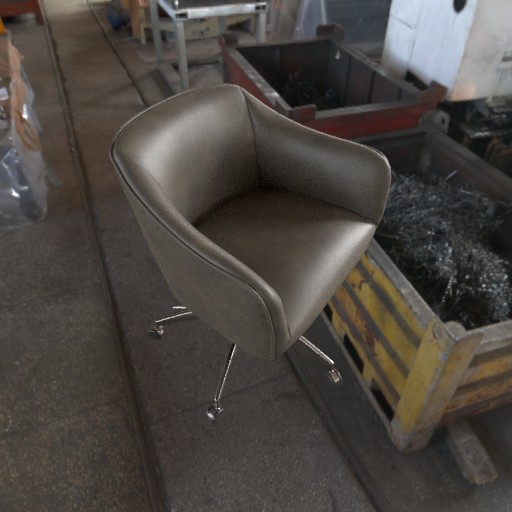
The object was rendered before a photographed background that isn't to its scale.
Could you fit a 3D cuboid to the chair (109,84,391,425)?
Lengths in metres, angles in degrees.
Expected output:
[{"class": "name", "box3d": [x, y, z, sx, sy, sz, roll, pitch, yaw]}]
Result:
[{"class": "chair", "box3d": [0.000, 0.000, 1.359, 0.689, 0.827, 0.713, 24, 47, 25]}]
